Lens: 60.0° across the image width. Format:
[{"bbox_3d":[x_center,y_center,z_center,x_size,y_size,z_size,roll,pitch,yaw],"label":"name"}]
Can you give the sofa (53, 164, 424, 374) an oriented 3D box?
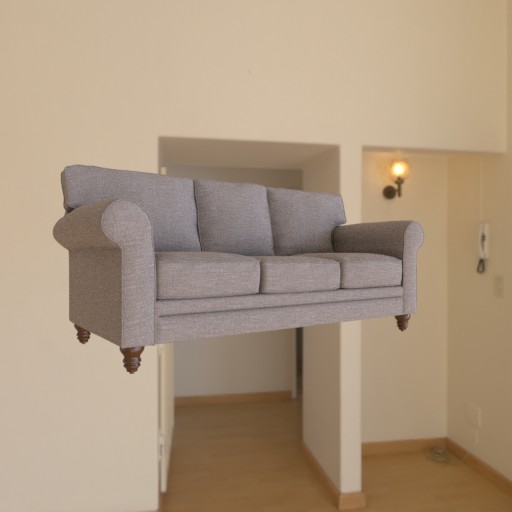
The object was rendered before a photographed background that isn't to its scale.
[{"bbox_3d":[0.000,0.000,2.625,2.084,0.961,0.916,0,0,-35],"label":"sofa"}]
